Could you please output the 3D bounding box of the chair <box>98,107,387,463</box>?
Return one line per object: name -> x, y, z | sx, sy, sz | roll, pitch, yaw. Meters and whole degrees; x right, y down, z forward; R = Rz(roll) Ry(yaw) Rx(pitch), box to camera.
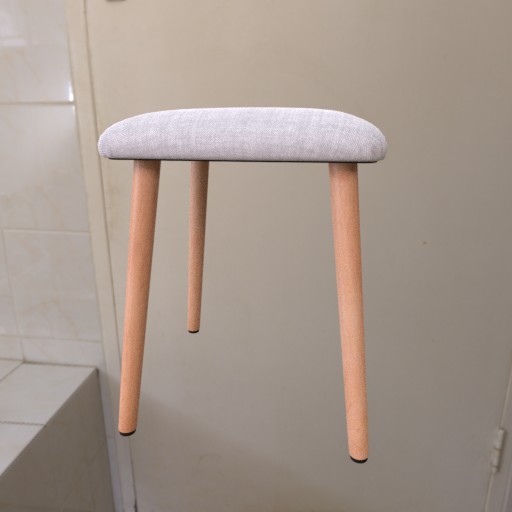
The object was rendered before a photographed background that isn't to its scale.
chair -> 0.000, 0.000, 0.694 | 0.350, 0.440, 0.350 | 3, 17, 9
